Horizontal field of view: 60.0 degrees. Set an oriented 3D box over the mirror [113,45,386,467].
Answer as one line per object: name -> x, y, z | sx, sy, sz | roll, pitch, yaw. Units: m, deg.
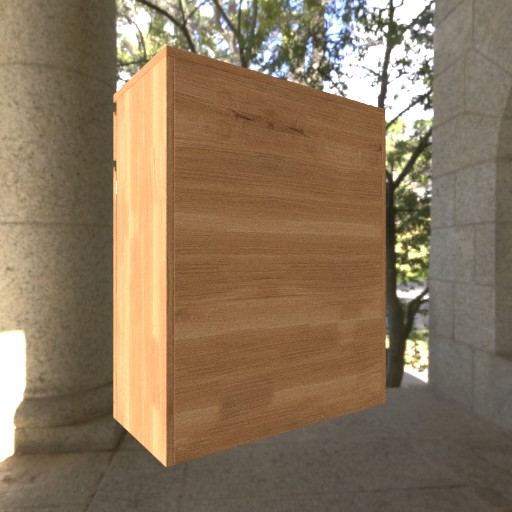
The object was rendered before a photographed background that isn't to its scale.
mirror -> 0.000, 0.000, 1.440 | 0.800, 1.000, 0.400 | 0, 0, -35
